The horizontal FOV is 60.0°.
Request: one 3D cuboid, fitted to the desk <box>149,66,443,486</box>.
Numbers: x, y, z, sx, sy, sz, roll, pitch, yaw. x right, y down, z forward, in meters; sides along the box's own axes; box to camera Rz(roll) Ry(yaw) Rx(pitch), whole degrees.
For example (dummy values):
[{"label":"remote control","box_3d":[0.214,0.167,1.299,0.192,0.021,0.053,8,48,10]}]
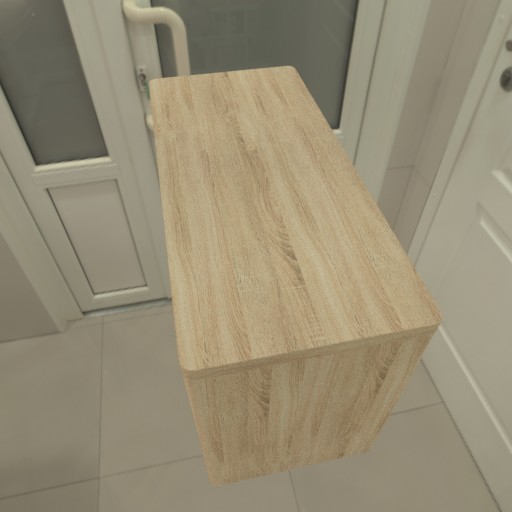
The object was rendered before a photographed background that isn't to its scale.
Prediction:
[{"label":"desk","box_3d":[0.000,0.000,1.548,0.550,0.760,1.200,-9,48,-8]}]
